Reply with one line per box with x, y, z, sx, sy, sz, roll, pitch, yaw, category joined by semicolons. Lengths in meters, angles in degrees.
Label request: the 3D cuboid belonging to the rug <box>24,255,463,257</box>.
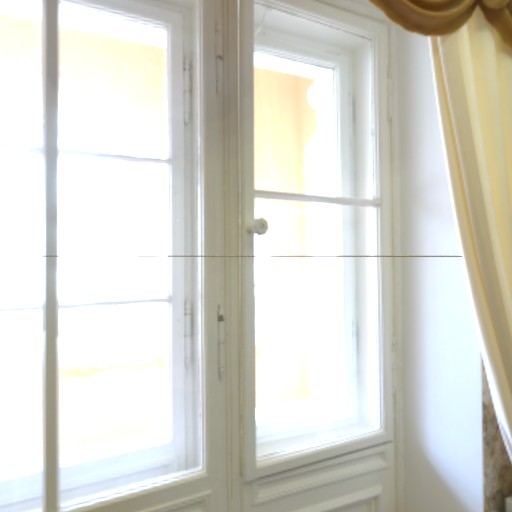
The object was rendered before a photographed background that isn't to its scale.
0.000;0.000;3.718;2.895;0.006;1.981;0;0;17;rug
